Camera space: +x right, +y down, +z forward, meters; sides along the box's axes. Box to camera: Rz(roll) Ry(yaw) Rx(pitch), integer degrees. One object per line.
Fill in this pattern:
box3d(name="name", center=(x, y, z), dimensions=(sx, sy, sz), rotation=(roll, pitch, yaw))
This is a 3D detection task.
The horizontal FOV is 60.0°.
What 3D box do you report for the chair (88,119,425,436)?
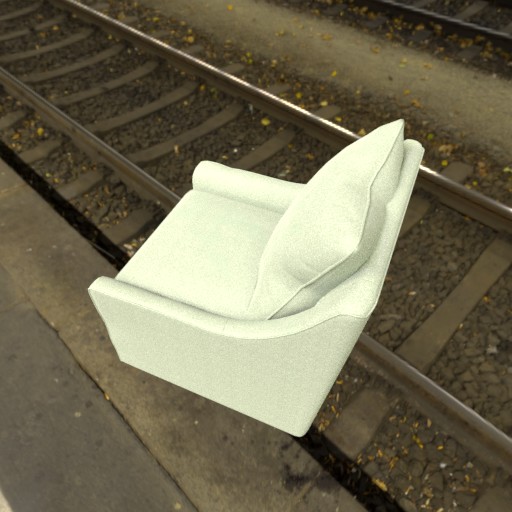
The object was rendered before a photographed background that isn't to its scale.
box3d(name="chair", center=(0.000, 0.000, 1.566), dimensions=(0.870, 0.926, 0.760), rotation=(18, 50, 16))
